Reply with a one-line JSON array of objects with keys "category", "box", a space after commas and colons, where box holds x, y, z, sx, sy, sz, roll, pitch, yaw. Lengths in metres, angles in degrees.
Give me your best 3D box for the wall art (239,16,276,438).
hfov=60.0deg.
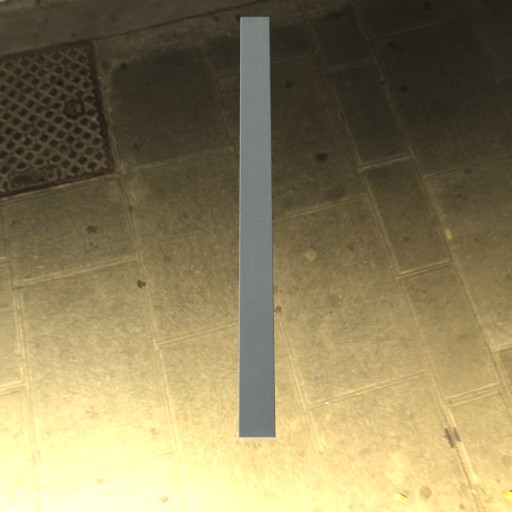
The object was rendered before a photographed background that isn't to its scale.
[{"category": "wall art", "box": [0.000, 0.000, 0.755, 0.037, 0.508, 0.508, 0, 76, 0]}]
